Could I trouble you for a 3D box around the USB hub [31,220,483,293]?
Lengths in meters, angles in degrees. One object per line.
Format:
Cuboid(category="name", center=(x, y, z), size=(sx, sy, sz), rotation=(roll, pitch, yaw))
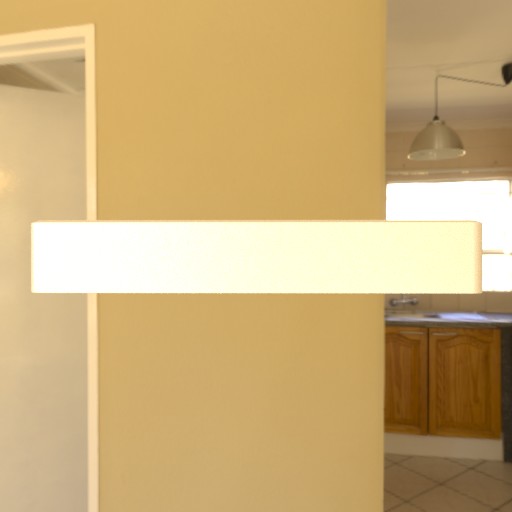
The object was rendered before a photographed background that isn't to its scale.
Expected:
Cuboid(category="USB hub", center=(0.000, 0.000, 0.161), size=(0.145, 0.023, 0.044), rotation=(0, 0, 1))
